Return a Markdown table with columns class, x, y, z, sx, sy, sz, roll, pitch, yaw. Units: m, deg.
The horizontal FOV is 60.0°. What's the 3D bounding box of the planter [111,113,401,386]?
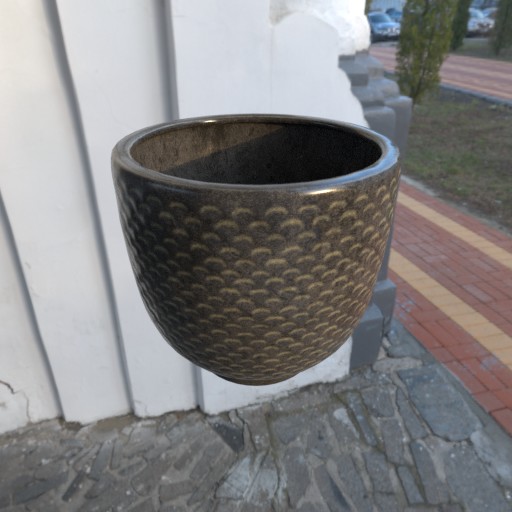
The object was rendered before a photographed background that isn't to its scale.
| class | x | y | z | sx | sy | sz | roll | pitch | yaw |
| --- | --- | --- | --- | --- | --- | --- | --- | --- | --- |
| planter | 0.000 | 0.000 | 0.308 | 0.172 | 0.160 | 0.172 | 0 | 29 | 0 |
